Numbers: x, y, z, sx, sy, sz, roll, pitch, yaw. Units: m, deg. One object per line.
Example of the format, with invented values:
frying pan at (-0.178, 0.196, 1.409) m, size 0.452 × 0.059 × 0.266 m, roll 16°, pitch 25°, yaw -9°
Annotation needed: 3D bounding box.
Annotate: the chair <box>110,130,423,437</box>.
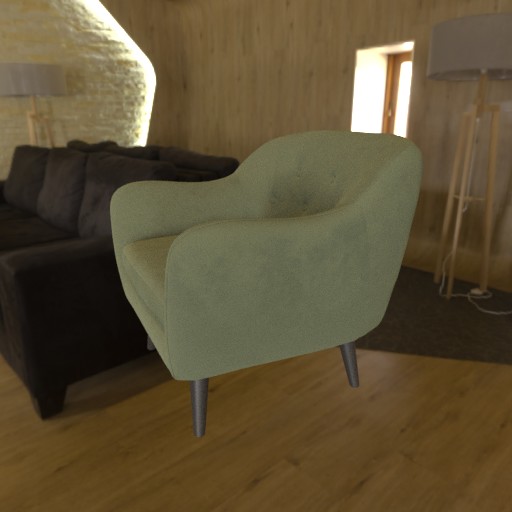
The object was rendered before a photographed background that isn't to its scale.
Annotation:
chair at (0.000, 0.000, 1.486) m, size 0.819 × 0.804 × 0.840 m, roll -8°, pitch 18°, yaw -25°
